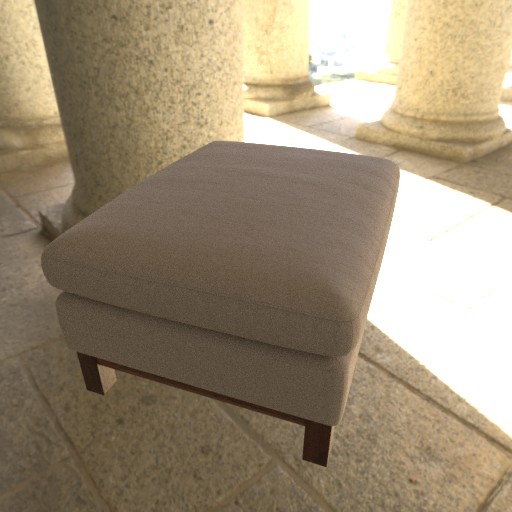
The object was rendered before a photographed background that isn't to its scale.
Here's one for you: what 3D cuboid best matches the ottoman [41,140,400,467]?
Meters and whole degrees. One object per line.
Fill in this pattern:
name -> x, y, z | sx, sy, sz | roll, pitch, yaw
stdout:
ottoman -> 0.000, 0.000, 1.096 | 0.606, 0.420, 0.771 | 11, 32, 17
